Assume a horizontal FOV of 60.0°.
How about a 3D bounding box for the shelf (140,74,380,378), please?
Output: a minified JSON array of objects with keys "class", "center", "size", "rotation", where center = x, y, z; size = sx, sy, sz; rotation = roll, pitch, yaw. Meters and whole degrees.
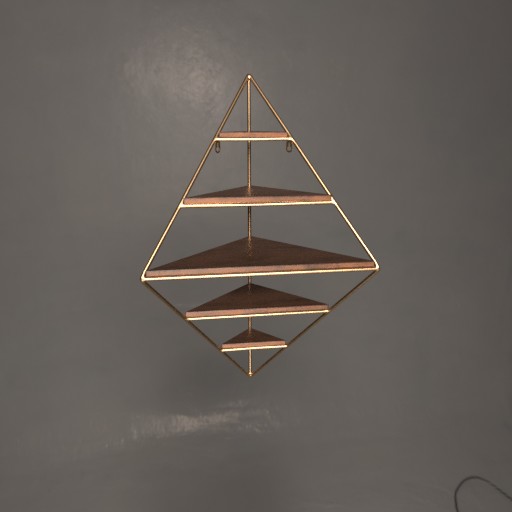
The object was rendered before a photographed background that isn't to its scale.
[{"class":"shelf","center":[0.000,0.000,1.166],"size":[0.564,0.913,0.294],"rotation":[-2,18,-7]}]
